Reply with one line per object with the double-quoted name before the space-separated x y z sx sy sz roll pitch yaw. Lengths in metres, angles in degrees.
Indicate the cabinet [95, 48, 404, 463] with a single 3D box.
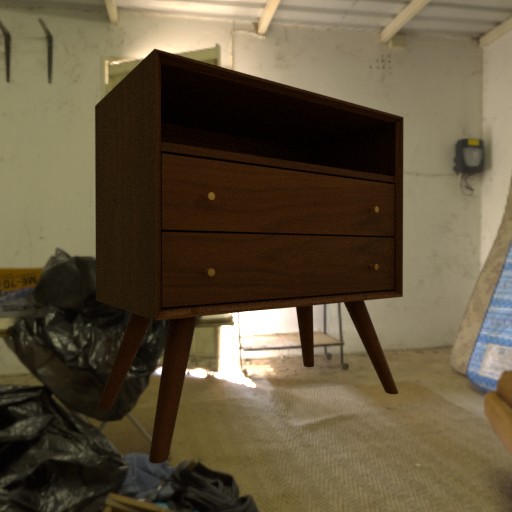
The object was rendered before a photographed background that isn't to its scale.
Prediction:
"cabinet" 0.000 0.000 1.152 0.712 0.748 0.388 -1 1 -35
